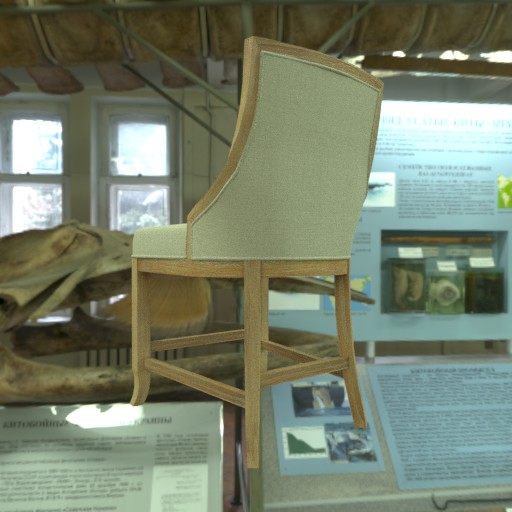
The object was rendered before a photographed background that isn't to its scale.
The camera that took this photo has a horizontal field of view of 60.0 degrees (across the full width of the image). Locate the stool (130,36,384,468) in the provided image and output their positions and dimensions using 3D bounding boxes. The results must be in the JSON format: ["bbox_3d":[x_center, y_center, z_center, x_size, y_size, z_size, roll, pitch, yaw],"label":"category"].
[{"bbox_3d":[0.000,0.000,1.288,0.524,0.938,0.626,-1,1,-36],"label":"stool"}]
